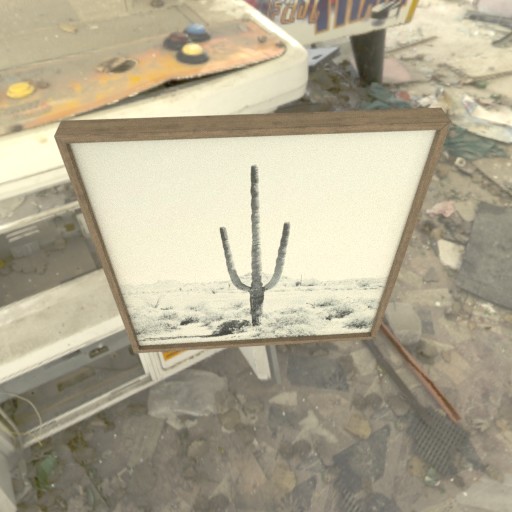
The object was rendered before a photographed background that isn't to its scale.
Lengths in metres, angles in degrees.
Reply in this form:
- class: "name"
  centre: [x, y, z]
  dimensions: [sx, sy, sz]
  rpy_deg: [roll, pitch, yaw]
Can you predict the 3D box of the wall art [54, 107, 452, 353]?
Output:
- class: "wall art"
  centre: [0.000, 0.000, 0.761]
  dimensions: [0.508, 0.508, 0.038]
  rpy_deg: [-3, 46, -3]
